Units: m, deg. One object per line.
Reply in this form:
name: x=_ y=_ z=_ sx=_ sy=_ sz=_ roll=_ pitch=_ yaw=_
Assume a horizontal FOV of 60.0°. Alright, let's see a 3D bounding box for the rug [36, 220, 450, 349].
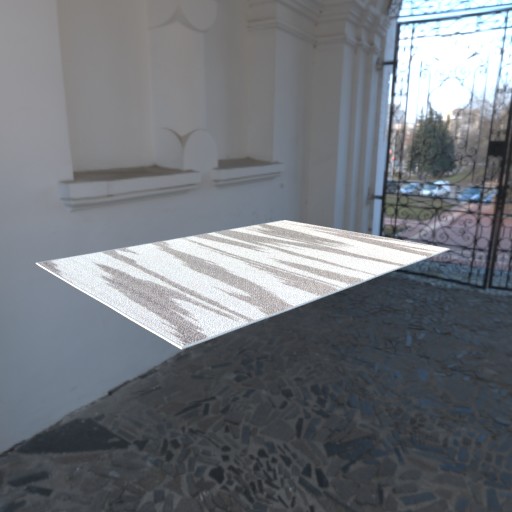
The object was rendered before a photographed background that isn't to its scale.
rug: x=0.000 y=0.000 z=2.786 sx=2.142 sy=0.010 sz=1.533 roll=-13 pitch=20 yaw=-42
